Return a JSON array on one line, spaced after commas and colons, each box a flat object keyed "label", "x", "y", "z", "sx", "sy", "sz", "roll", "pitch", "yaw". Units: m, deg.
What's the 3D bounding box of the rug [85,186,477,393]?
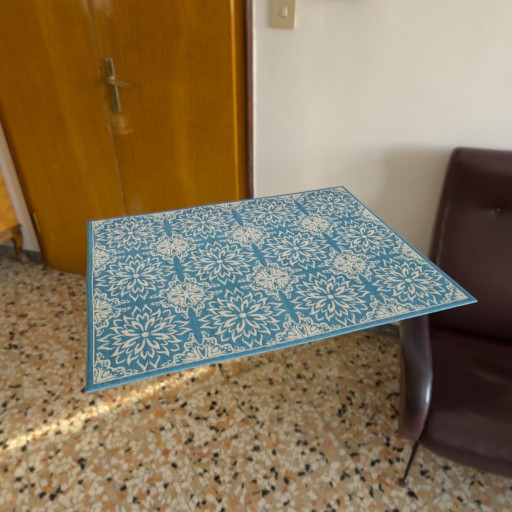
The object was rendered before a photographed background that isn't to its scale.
[{"label": "rug", "x": 0.000, "y": 0.000, "z": 4.065, "sx": 2.964, "sy": 0.018, "sz": 2.350, "roll": -10, "pitch": 34, "yaw": -15}]
